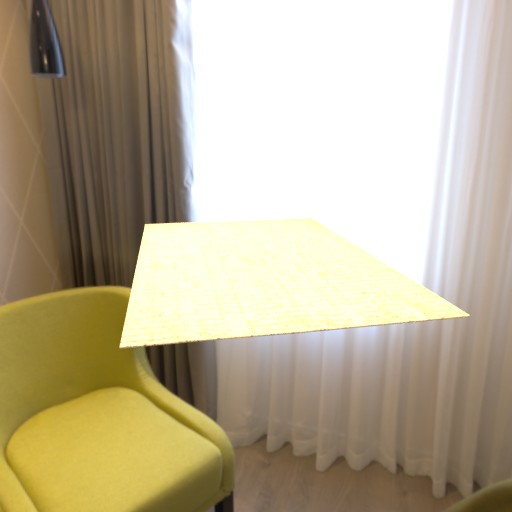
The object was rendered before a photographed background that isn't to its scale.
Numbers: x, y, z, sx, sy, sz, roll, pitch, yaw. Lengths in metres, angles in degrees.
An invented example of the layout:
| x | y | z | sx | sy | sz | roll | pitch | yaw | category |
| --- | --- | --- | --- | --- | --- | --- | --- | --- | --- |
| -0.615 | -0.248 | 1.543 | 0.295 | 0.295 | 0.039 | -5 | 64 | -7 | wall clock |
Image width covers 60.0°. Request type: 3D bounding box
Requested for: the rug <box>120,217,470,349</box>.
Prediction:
| x | y | z | sx | sy | sz | roll | pitch | yaw | category |
| --- | --- | --- | --- | --- | --- | --- | --- | --- | --- |
| 0.000 | 0.000 | 2.330 | 1.211 | 0.007 | 1.827 | -3 | 17 | -11 | rug |
